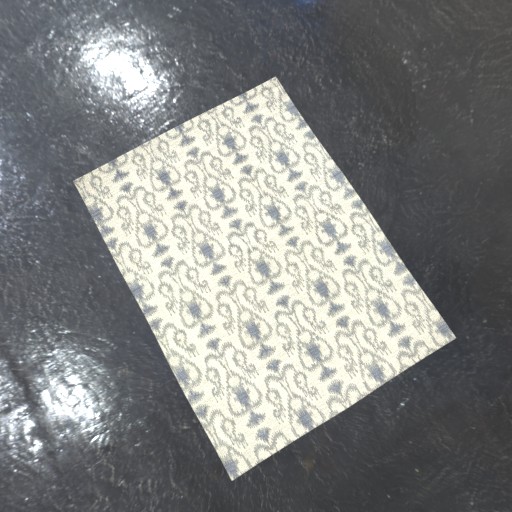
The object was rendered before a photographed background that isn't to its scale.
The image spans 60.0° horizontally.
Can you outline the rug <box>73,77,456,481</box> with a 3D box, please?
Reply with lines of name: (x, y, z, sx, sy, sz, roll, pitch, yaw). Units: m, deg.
rug: (0.000, 0.000, 2.996, 1.676, 0.013, 2.261, -30, 78, -7)
